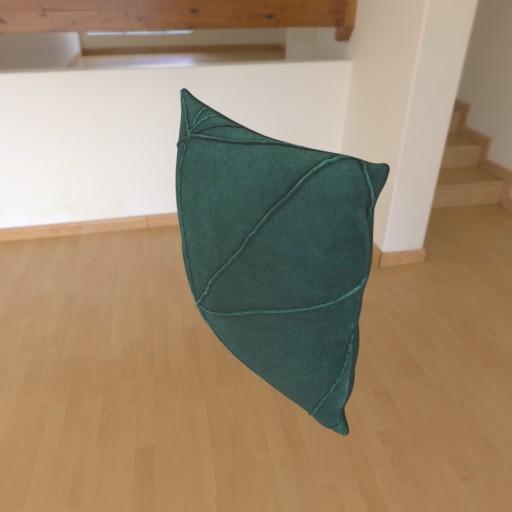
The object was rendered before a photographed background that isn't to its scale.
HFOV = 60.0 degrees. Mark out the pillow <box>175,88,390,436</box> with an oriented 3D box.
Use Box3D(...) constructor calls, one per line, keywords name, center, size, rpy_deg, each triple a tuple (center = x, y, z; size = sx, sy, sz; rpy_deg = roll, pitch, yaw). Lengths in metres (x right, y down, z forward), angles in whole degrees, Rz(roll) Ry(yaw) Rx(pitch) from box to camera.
Box3D(name="pillow", center=(0.000, 0.000, 0.698), size=(0.184, 0.440, 0.439), rpy_deg=(-21, 37, -30))
